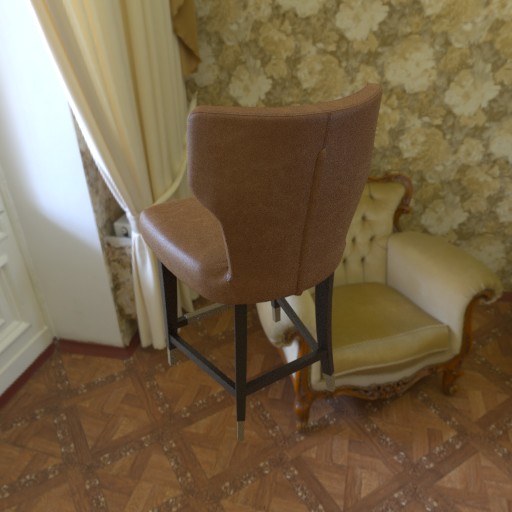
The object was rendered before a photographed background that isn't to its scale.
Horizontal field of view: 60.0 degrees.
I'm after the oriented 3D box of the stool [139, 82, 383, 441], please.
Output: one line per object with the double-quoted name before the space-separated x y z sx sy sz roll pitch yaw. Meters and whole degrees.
"stool" 0.000 0.000 1.324 0.526 0.982 0.563 -18 35 -27
